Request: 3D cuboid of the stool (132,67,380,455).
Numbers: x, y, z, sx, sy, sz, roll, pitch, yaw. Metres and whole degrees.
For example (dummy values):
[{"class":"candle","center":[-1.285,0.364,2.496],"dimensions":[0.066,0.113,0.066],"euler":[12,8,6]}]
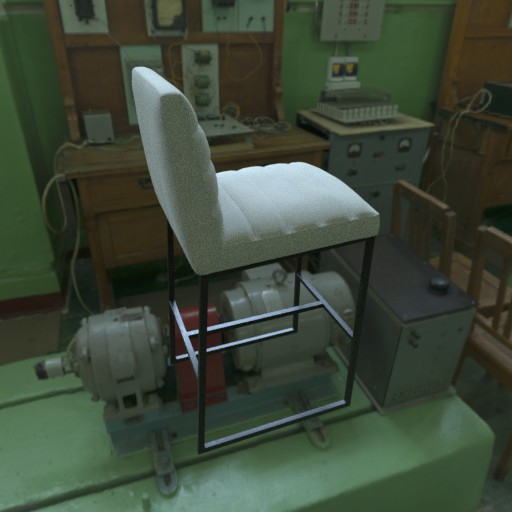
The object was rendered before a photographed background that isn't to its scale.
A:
[{"class":"stool","center":[0.000,0.000,1.362],"dimensions":[0.573,1.061,0.464],"euler":[-11,31,-18]}]
